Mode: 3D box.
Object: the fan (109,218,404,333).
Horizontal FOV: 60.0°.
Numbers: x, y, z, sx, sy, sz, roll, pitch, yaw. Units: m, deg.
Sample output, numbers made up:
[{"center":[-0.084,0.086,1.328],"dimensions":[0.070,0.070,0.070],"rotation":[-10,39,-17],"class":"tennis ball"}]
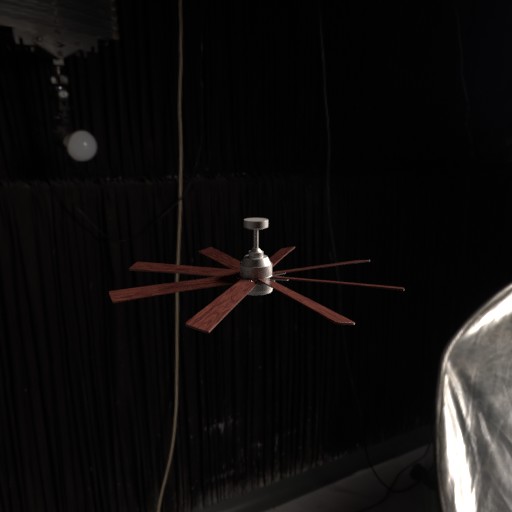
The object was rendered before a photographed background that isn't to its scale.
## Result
[{"center":[0.000,0.000,2.849],"dimensions":[1.830,0.472,1.830],"rotation":[-7,15,-27],"class":"fan"}]
